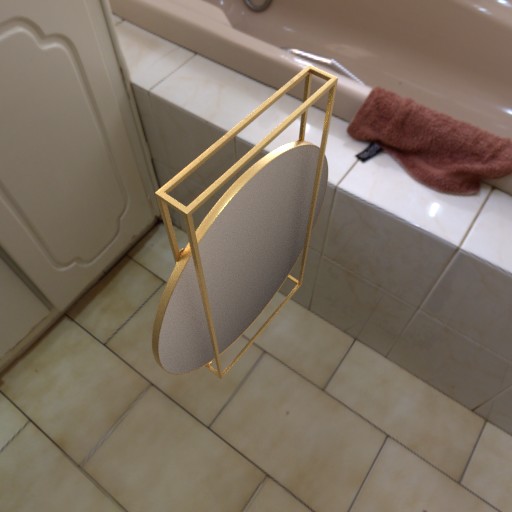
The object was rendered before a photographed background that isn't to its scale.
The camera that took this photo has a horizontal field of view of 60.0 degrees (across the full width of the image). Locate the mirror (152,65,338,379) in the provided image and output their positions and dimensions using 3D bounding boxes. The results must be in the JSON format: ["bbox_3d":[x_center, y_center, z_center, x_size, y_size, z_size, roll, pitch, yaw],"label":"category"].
[{"bbox_3d":[0.000,0.000,0.827,0.051,0.603,0.508,34,63,20],"label":"mirror"}]
